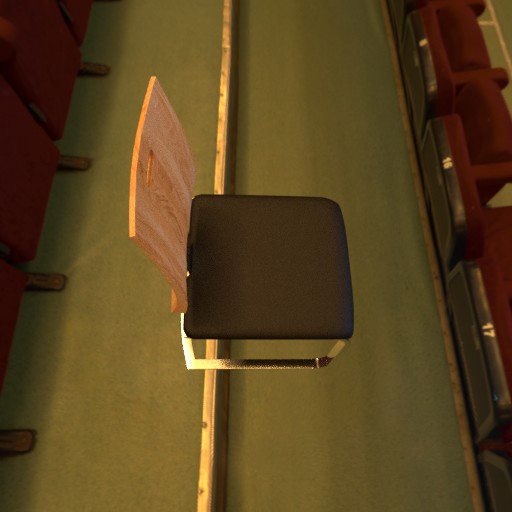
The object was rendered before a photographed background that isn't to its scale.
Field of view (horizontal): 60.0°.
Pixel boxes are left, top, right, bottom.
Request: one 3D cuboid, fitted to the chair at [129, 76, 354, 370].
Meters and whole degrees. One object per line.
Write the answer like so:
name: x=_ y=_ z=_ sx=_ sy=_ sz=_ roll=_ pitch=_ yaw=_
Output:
chair: x=0.000 y=0.000 z=1.256 sx=0.560 sy=0.936 sz=0.462 roll=0 pitch=64 yaw=0
